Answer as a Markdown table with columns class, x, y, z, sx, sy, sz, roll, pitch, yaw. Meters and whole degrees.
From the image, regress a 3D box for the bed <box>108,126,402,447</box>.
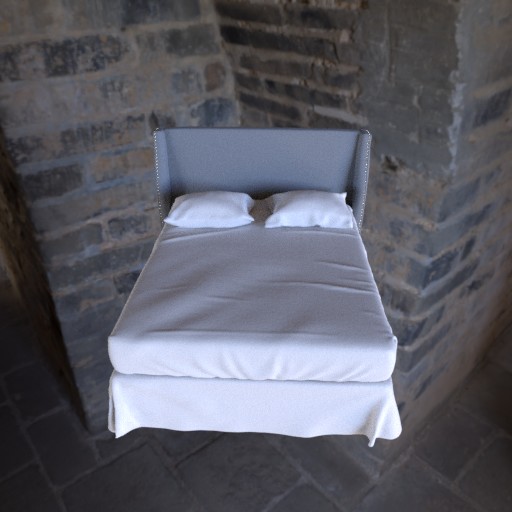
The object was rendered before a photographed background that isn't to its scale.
| class | x | y | z | sx | sy | sz | roll | pitch | yaw |
| --- | --- | --- | --- | --- | --- | --- | --- | --- | --- |
| bed | 0.000 | 0.000 | 3.326 | 1.925 | 1.332 | 2.276 | 1 | 31 | 2 |
